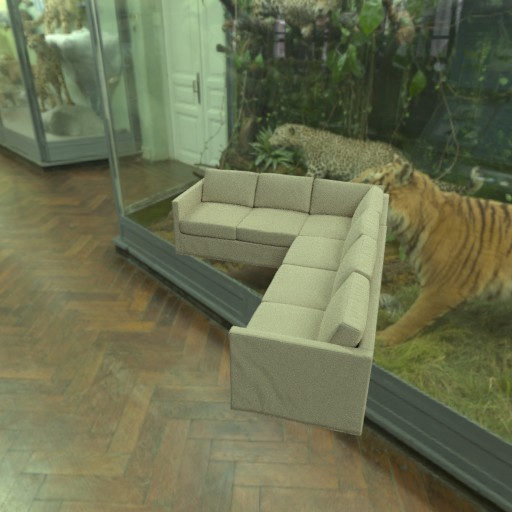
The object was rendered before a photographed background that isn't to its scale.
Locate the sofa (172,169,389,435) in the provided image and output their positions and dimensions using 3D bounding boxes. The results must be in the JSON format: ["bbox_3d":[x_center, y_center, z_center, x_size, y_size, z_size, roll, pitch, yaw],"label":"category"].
[{"bbox_3d":[0.000,0.000,4.428,2.432,0.871,3.182,8,28,15],"label":"sofa"}]
